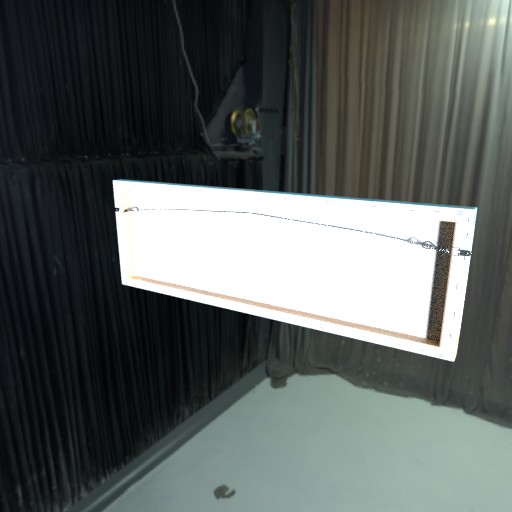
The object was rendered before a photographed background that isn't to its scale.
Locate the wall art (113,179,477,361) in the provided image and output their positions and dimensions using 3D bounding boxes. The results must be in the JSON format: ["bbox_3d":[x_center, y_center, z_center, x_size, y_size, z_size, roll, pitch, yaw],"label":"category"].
[{"bbox_3d":[0.000,0.000,0.875,0.759,0.254,0.044,9,19,29],"label":"wall art"}]
